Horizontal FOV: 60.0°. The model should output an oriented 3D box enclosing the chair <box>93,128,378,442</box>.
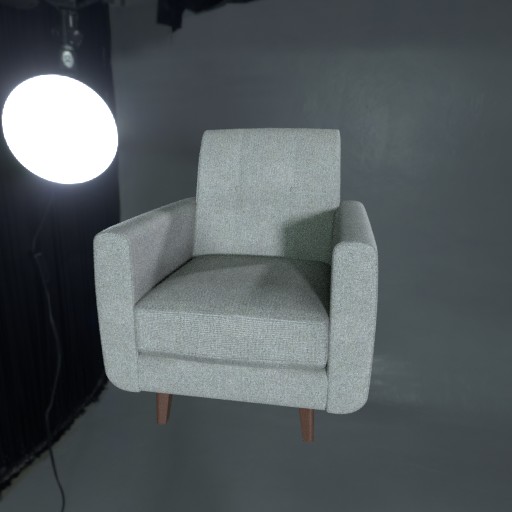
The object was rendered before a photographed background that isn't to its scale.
[{"bbox_3d":[0.000,0.000,1.702,0.845,0.968,0.942,3,14,10],"label":"chair"}]
